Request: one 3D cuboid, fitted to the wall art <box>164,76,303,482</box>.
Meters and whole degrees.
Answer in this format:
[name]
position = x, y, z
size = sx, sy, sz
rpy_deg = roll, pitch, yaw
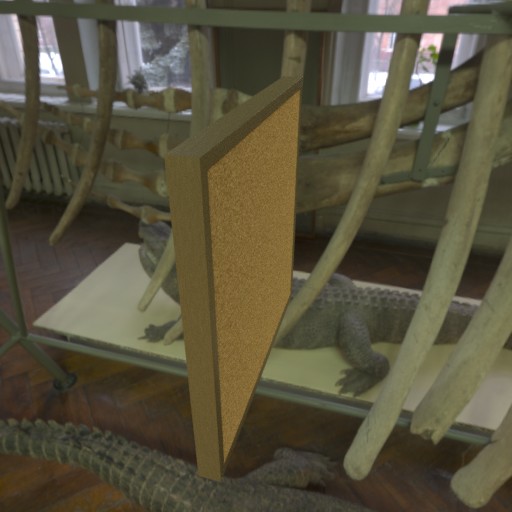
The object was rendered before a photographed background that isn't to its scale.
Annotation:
[wall art]
position = 0.000, 0.000, 0.765
size = 0.037, 0.509, 0.510
rpy_deg = 8, 31, 14
